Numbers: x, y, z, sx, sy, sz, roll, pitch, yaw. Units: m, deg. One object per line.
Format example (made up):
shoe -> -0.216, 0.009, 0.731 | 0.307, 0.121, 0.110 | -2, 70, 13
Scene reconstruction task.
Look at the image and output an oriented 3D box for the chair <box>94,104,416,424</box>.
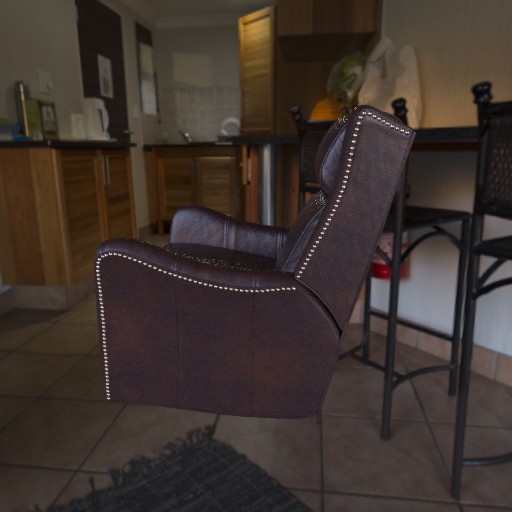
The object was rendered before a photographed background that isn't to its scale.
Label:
chair -> 0.000, 0.000, 1.772 | 1.008, 1.084, 0.869 | 2, 15, 9
